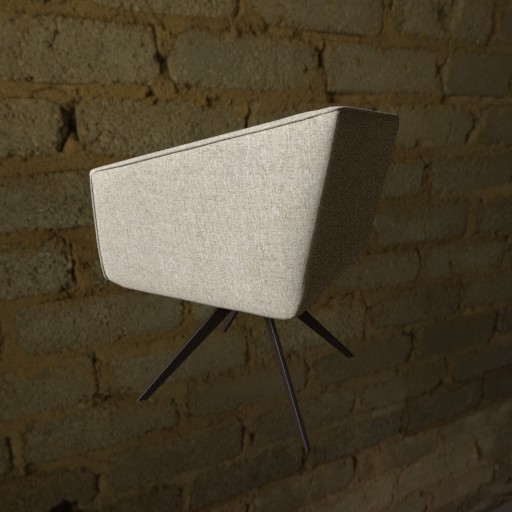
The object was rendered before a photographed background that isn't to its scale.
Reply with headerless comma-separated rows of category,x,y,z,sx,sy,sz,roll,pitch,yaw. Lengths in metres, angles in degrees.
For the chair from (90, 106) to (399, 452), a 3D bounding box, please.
chair,0.000,0.000,1.242,0.623,0.760,0.628,8,18,26
